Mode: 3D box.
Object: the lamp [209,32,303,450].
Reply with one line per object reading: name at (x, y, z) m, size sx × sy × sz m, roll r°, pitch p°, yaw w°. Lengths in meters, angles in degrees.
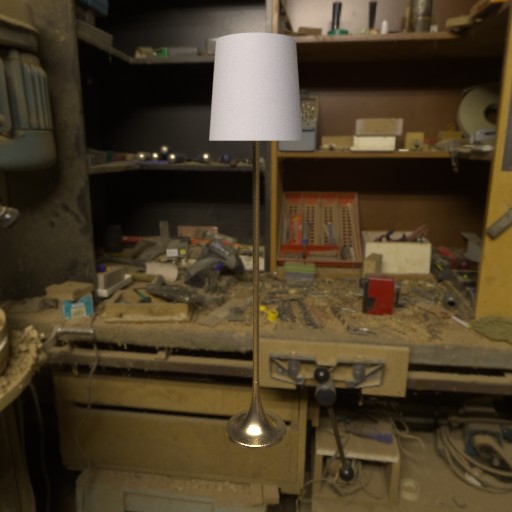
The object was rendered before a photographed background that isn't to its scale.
lamp at (0.000, 0.000, 1.715) m, size 0.337 × 1.543 × 0.337 m, roll 0°, pitch 15°, yaw 0°
